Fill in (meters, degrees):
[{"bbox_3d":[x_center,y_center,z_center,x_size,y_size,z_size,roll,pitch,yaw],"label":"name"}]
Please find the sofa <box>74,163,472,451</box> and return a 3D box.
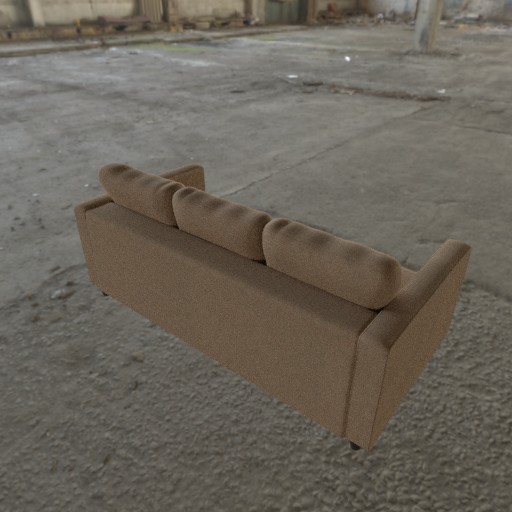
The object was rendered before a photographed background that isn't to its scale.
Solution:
[{"bbox_3d":[0.000,0.000,2.339,1.855,0.800,0.930,22,37,33],"label":"sofa"}]
